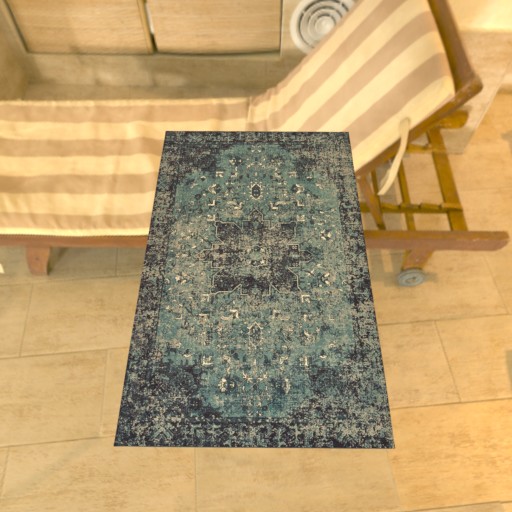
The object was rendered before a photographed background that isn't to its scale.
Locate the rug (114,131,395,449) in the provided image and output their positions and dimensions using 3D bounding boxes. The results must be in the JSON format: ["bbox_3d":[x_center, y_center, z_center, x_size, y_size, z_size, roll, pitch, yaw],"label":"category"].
[{"bbox_3d":[0.000,0.000,3.036,1.525,0.007,2.440,0,58,0],"label":"rug"}]
